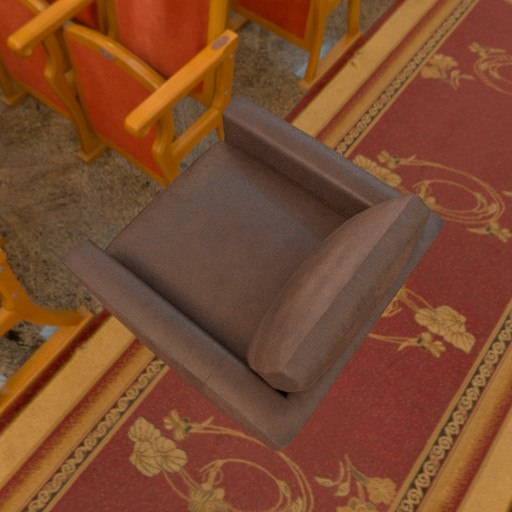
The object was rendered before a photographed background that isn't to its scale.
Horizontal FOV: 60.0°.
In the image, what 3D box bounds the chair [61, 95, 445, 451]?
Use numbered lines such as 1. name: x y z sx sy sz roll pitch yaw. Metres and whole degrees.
1. chair: 0.000 0.000 1.827 1.069 0.812 1.100 36 70 15
